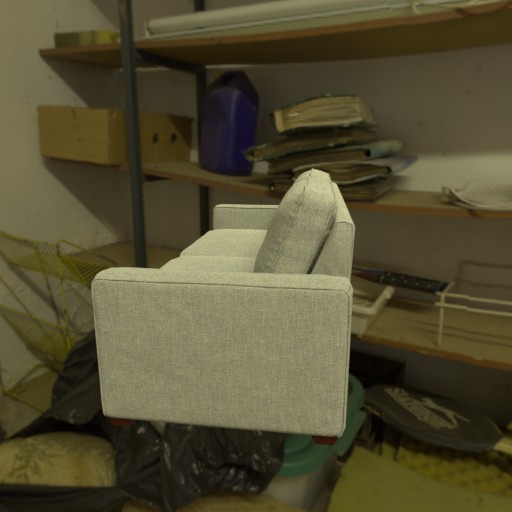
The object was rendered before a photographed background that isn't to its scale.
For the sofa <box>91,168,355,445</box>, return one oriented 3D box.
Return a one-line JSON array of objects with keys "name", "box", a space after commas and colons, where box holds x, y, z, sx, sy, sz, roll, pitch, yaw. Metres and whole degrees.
[{"name": "sofa", "box": [0.000, 0.000, 2.528, 0.945, 0.918, 2.078, 2, 14, 8]}]
